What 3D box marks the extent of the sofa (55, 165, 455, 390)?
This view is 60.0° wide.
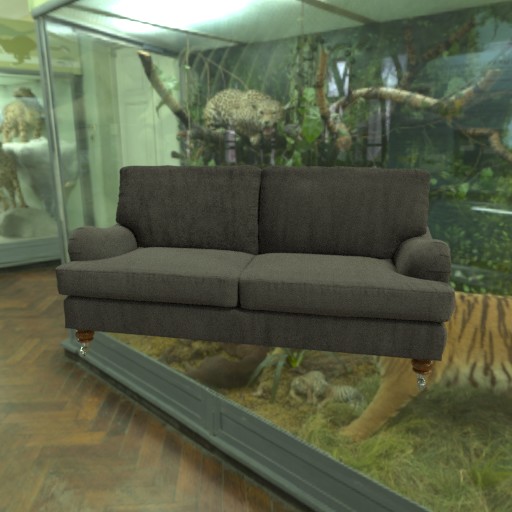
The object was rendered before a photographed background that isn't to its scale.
[{"bbox_3d":[0.000,0.000,2.775,2.165,1.087,1.086,3,15,11],"label":"sofa"}]
